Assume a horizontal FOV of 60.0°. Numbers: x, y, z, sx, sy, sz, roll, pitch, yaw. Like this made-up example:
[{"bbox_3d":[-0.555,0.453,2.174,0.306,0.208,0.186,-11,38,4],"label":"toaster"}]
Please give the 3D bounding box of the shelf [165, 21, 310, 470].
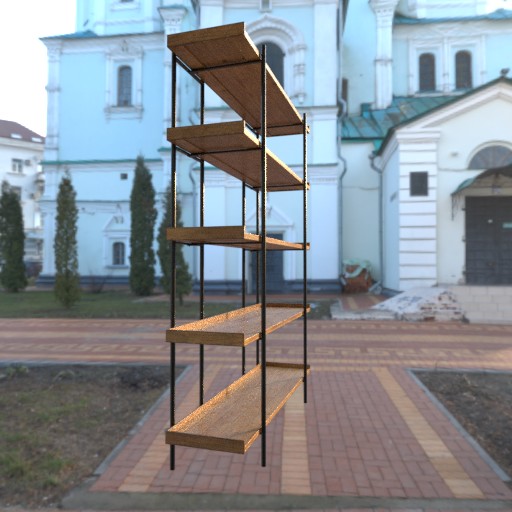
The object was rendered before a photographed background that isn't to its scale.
[{"bbox_3d":[0.000,0.000,2.414,0.379,1.826,1.371,0,-1,18],"label":"shelf"}]
